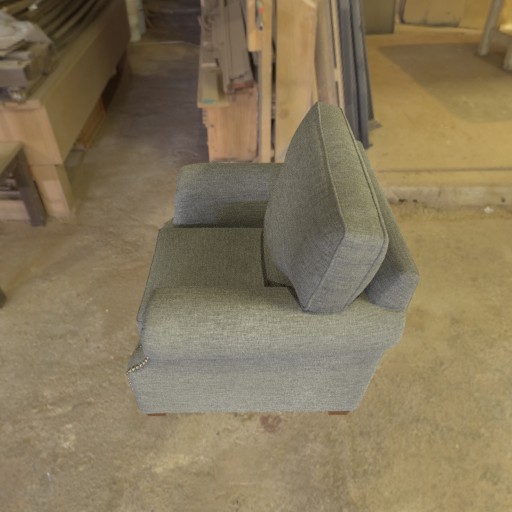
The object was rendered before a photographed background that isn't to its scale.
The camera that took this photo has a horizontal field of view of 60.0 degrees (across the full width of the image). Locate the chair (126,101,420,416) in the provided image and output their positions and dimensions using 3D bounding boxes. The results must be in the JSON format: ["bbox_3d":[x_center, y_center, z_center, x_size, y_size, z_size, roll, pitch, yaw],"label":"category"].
[{"bbox_3d":[0.000,0.000,1.836,0.965,0.961,1.092,-1,40,-1],"label":"chair"}]
